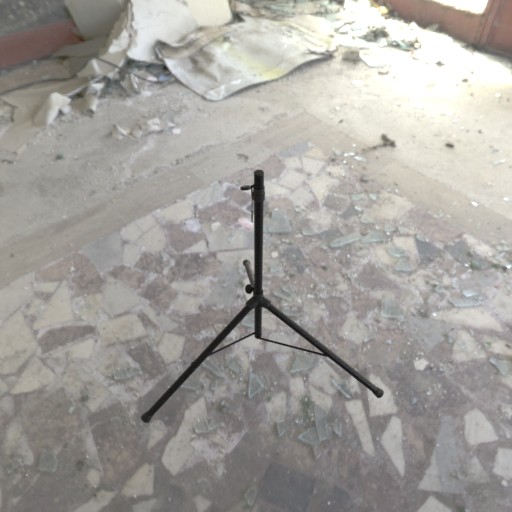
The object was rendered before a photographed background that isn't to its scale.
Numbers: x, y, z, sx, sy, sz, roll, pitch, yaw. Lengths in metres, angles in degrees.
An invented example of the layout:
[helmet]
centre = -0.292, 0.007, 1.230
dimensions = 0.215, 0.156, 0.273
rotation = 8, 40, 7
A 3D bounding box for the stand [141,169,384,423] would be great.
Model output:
[stand]
centre = 0.000, 0.000, 2.768
dimensions = 1.596, 1.595, 1.339
rotation = -4, 47, -4
